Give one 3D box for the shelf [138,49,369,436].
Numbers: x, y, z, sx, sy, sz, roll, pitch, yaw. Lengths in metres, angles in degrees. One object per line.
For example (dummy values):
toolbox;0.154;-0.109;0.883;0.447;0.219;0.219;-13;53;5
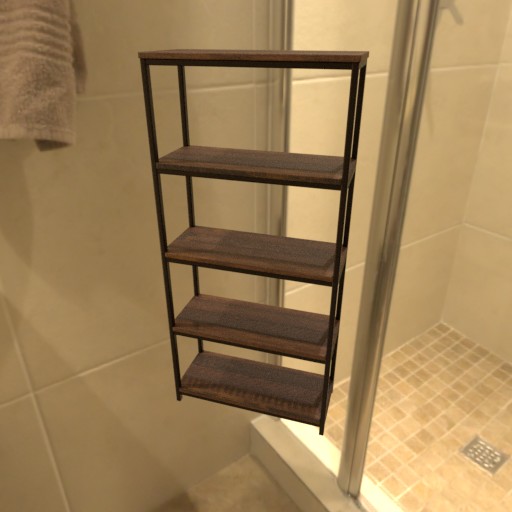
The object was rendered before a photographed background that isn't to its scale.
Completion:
shelf;0.000;0.000;2.221;0.874;1.860;0.359;8;28;15
